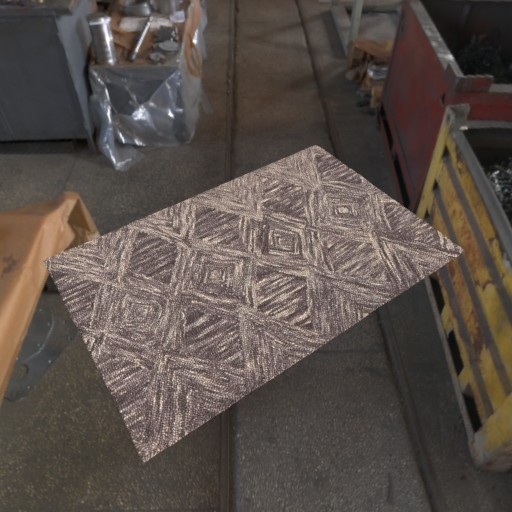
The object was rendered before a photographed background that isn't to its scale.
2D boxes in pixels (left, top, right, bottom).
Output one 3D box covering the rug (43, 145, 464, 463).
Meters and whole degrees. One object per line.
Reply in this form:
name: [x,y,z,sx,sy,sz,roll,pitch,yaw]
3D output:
rug: [0.000,0.000,2.265,1.814,0.012,1.186,-27,53,-23]
